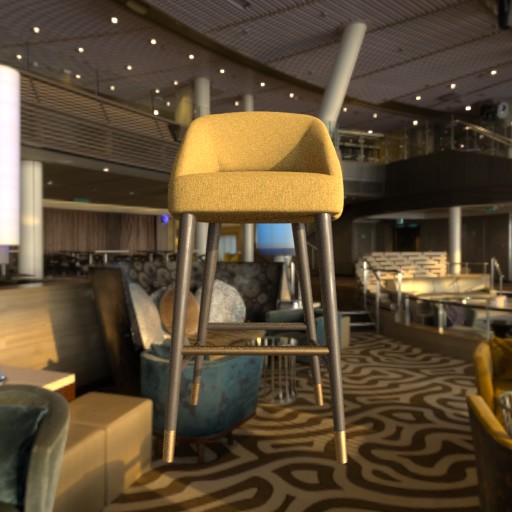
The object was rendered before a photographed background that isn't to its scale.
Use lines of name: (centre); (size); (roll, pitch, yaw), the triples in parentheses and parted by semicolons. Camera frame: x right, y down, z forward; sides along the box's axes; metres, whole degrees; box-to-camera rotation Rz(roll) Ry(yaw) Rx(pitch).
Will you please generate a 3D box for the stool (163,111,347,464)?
stool: (0.000, 0.000, 1.359); (0.536, 1.032, 0.522); (0, 0, 1)
